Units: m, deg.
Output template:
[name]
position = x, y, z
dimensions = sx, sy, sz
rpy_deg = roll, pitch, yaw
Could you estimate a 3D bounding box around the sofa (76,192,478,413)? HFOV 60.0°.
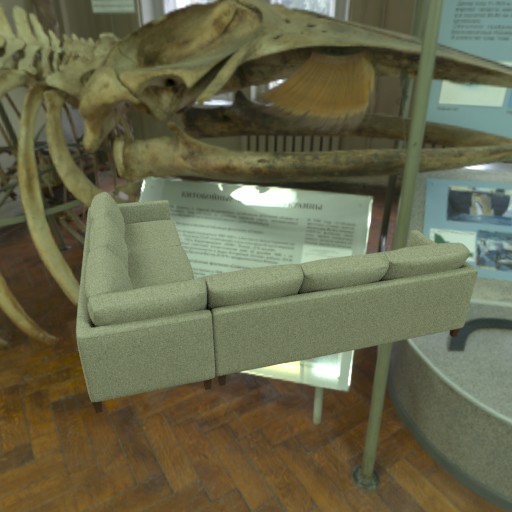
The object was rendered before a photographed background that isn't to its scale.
[sofa]
position = 0.000, 0.000, 4.561
dimensions = 3.302, 0.947, 2.593
rpy_deg = -8, 28, -15
